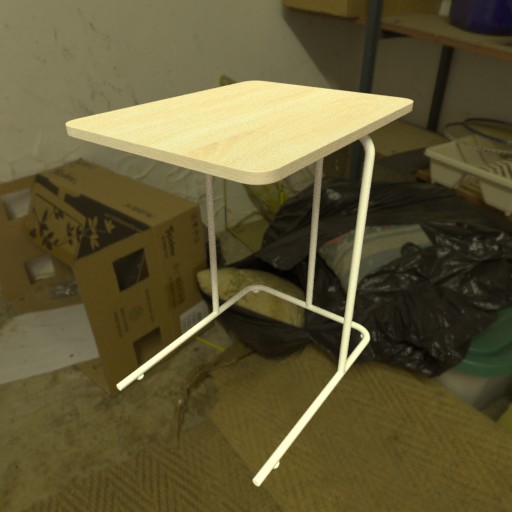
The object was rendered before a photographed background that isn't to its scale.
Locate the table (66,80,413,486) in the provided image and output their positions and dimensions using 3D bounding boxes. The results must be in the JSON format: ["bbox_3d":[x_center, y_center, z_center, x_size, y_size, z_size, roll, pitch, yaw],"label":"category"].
[{"bbox_3d":[0.000,0.000,0.860,0.370,0.550,0.480,20,36,31],"label":"table"}]
